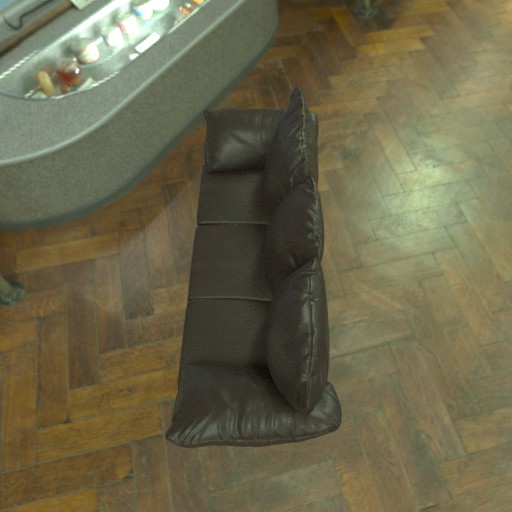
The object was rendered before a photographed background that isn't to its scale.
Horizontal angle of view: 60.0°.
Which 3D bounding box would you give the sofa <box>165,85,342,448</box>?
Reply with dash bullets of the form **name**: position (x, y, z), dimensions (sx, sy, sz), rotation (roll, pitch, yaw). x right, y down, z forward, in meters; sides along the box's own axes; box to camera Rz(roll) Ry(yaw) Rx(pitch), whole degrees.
- **sofa**: position (0.000, 0.000, 2.925), dimensions (0.907, 1.091, 2.390), rotation (1, 59, 1)
